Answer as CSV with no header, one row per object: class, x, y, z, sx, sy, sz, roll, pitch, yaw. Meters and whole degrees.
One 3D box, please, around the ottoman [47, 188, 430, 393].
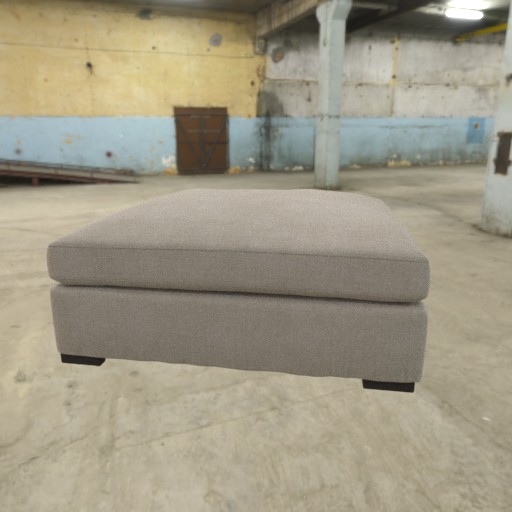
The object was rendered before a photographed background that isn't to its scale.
ottoman,0.000,0.000,1.863,1.203,0.517,1.171,2,15,9
